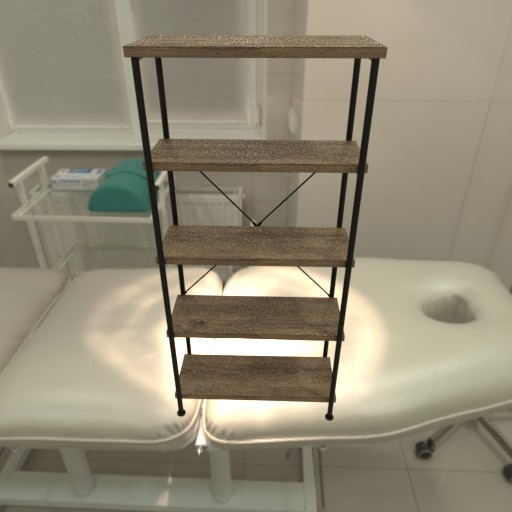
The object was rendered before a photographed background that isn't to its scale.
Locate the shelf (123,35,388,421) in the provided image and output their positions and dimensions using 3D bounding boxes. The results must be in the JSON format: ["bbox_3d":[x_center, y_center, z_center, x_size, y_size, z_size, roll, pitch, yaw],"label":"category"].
[{"bbox_3d":[0.000,0.000,1.934,0.800,1.700,0.360,1,31,2],"label":"shelf"}]
